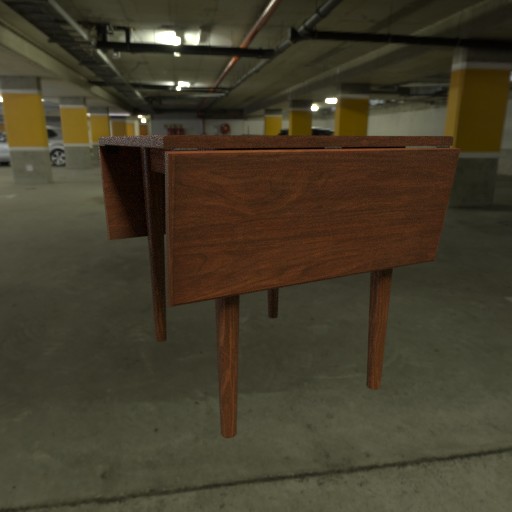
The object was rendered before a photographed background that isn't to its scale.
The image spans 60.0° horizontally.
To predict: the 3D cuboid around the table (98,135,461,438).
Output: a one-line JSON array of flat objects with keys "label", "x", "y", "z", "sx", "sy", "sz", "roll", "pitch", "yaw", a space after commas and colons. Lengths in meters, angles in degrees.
[{"label": "table", "x": 0.000, "y": 0.000, "z": 1.464, "sx": 0.812, "sy": 0.763, "sz": 0.843, "roll": -8, "pitch": 17, "yaw": -27}]
